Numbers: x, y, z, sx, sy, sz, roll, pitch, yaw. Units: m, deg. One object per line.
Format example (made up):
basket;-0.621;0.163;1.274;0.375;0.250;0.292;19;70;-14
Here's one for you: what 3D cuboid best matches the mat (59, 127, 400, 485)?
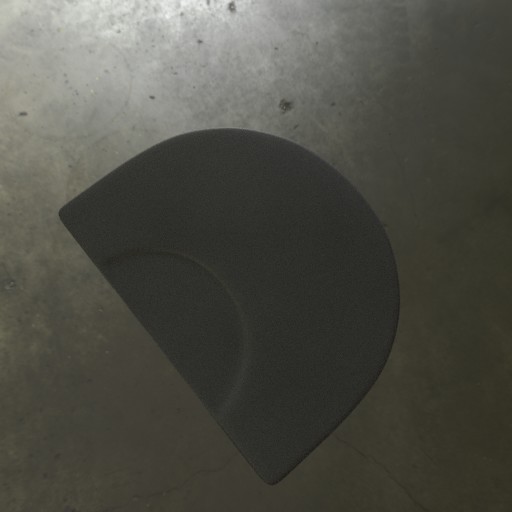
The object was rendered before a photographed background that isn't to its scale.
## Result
mat;0.000;0.000;1.586;0.917;0.016;1.220;-39;78;-10
